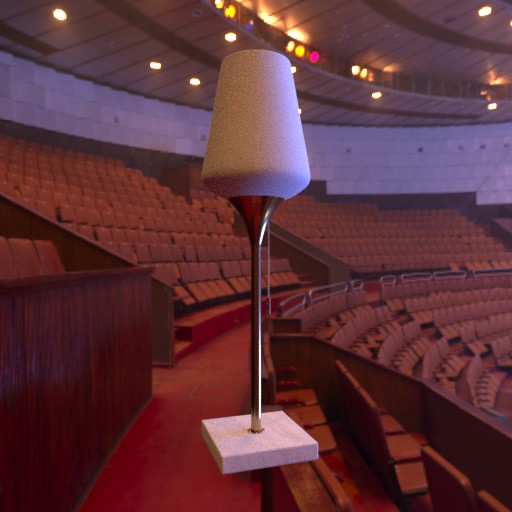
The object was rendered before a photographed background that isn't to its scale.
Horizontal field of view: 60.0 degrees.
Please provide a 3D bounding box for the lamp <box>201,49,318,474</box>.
[{"bbox_3d":[0.000,0.000,0.742,0.181,0.639,0.181,0,0,-18],"label":"lamp"}]
